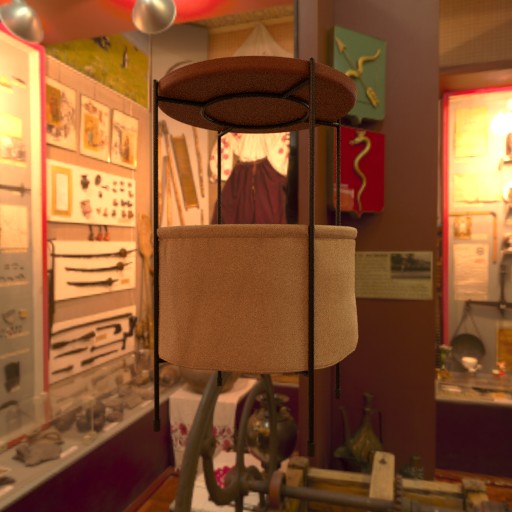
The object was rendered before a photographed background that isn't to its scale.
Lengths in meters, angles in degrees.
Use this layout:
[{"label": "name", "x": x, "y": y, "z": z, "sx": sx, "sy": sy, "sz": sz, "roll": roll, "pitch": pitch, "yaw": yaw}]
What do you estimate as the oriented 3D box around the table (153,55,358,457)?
[{"label": "table", "x": 0.000, "y": 0.000, "z": 0.872, "sx": 0.393, "sy": 0.623, "sz": 0.393, "roll": 0, "pitch": 1, "yaw": 19}]
